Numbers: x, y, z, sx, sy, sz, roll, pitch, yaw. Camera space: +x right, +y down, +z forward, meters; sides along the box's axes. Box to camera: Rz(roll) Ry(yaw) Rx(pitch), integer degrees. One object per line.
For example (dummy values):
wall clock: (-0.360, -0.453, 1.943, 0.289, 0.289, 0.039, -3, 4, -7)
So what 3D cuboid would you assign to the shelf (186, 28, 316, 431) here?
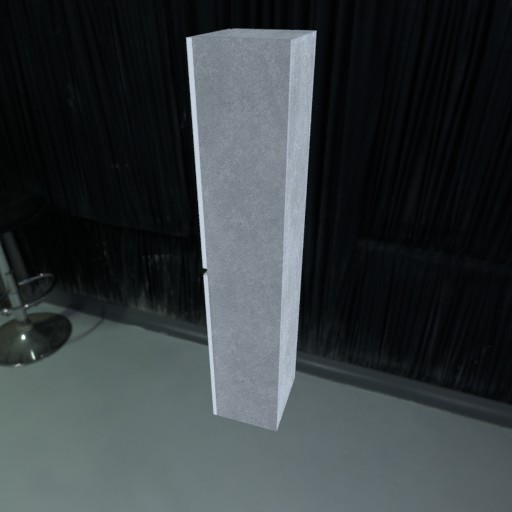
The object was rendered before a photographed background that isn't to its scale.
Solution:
shelf: (0.000, 0.000, 1.557, 0.270, 1.400, 0.300, 9, 32, 15)
